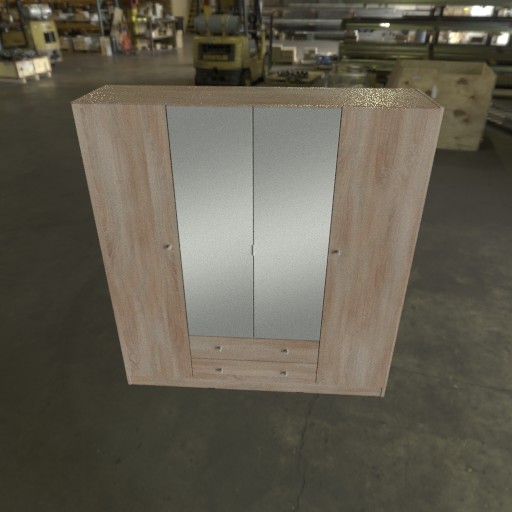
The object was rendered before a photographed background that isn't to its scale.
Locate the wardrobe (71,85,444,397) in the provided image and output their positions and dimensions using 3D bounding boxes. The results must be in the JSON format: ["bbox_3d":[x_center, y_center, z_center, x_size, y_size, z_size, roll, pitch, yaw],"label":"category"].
[{"bbox_3d":[0.000,0.000,3.121,1.998,2.159,0.598,2,31,3],"label":"wardrobe"}]
